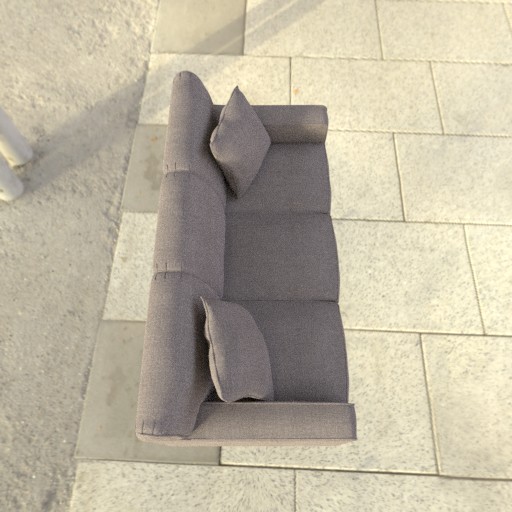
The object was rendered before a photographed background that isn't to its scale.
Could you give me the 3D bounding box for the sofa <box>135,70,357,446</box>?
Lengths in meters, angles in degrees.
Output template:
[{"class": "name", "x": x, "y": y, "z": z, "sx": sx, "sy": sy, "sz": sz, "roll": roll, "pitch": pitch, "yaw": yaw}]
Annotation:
[{"class": "sofa", "x": 0.000, "y": 0.000, "z": 2.577, "sx": 0.997, "sy": 0.958, "sz": 2.024, "roll": 0, "pitch": 65, "yaw": 0}]
